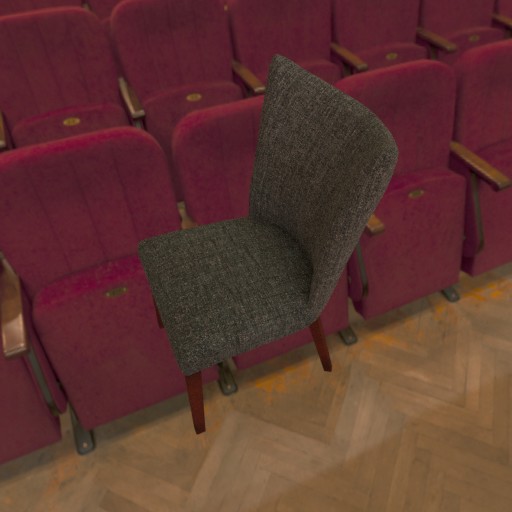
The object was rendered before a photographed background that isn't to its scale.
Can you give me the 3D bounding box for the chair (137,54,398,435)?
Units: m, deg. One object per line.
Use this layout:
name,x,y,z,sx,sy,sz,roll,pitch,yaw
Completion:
chair,0.000,0.000,1.305,0.623,0.924,0.535,-17,48,-16
